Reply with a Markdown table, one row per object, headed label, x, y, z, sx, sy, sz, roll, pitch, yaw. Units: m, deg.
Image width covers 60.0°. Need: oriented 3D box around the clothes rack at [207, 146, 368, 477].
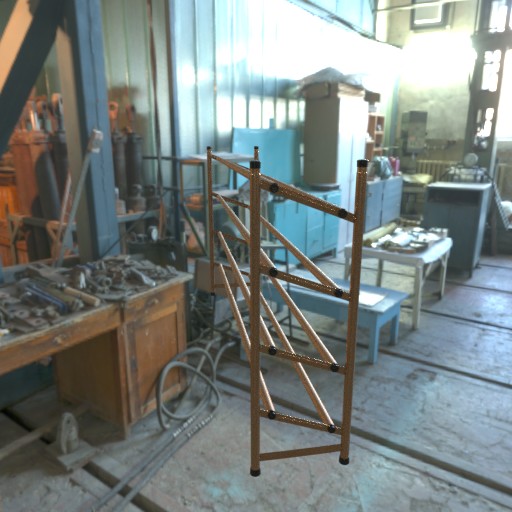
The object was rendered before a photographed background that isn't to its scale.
| label | x | y | z | sx | sy | sz | roll | pitch | yaw |
| --- | --- | --- | --- | --- | --- | --- | --- | --- | --- |
| clothes rack | 0.000 | 0.000 | 1.446 | 0.229 | 0.672 | 1.168 | -3 | 15 | -10 |
